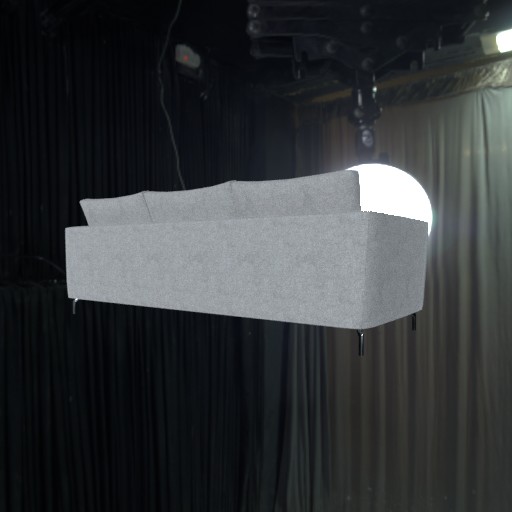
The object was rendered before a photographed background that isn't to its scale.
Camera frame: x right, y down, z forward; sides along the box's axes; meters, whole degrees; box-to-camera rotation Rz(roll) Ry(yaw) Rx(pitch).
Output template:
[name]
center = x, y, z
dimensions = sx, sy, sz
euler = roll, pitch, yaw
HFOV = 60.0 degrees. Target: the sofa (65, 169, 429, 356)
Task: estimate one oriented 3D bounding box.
[sofa]
center = 0.000, 0.000, 3.247
dimensions = 2.438, 0.864, 1.626
euler = 0, 1, 36
